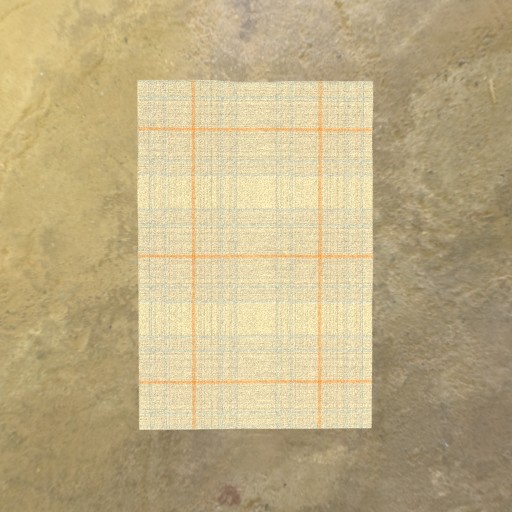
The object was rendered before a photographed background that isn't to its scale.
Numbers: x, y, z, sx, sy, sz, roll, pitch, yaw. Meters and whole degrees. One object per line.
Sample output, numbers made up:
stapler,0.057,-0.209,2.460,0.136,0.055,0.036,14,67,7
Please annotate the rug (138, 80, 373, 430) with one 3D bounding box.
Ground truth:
rug,0.000,0.000,2.322,1.232,0.015,1.825,0,91,-1
